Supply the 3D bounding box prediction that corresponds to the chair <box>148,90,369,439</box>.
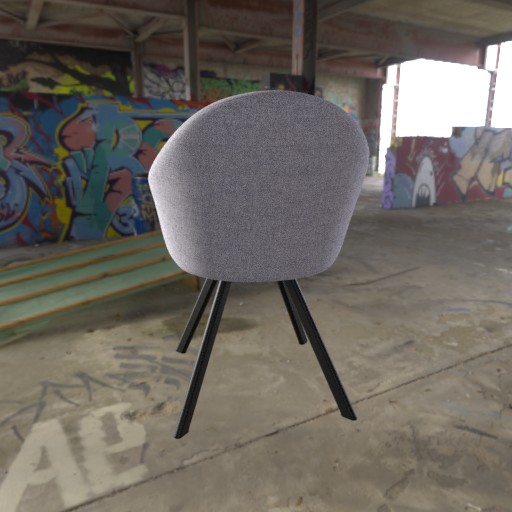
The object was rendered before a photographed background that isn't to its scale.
[{"bbox_3d":[0.000,0.000,1.184,0.540,0.780,0.570,-2,14,-9],"label":"chair"}]
